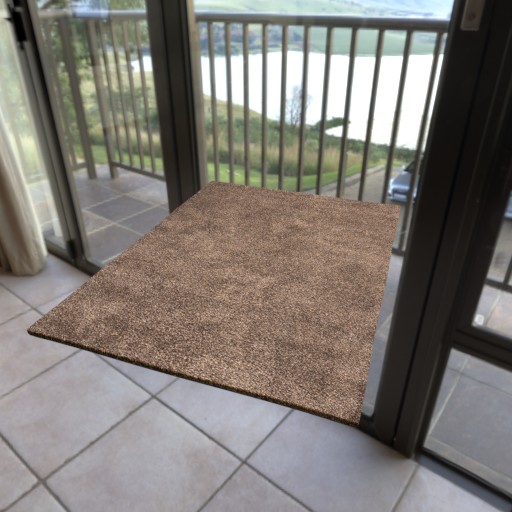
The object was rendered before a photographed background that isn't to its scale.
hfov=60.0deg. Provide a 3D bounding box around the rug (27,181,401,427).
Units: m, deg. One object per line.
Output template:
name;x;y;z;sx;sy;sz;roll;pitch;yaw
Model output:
rug;0.000;0.000;2.084;1.198;0.025;1.601;10;32;17
